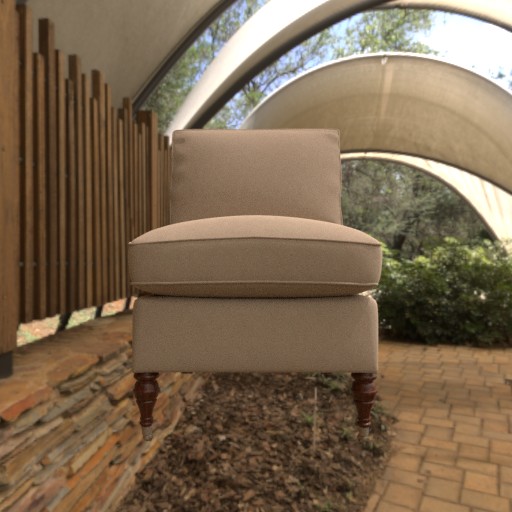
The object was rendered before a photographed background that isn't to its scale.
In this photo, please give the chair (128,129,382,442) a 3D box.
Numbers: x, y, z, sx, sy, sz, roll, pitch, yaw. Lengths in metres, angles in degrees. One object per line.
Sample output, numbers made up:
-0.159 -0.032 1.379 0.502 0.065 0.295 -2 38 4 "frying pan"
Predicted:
0.000 0.000 1.621 0.724 1.052 0.912 0 1 0 "chair"
